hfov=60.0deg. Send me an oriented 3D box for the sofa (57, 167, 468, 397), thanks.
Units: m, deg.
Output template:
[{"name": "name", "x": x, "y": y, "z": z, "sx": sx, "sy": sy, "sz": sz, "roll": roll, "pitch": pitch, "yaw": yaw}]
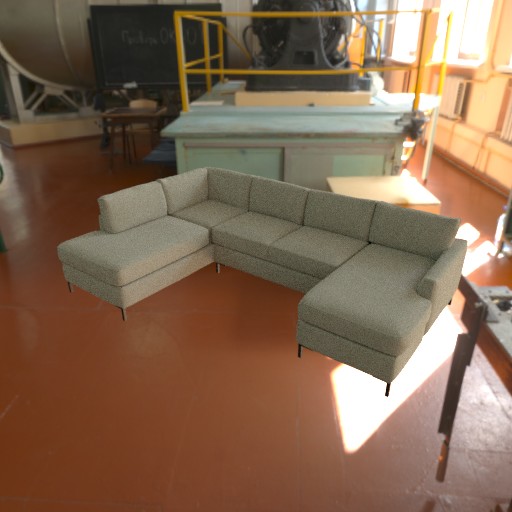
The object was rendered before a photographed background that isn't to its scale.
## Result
[{"name": "sofa", "x": 0.000, "y": 0.000, "z": 3.830, "sx": 2.984, "sy": 0.862, "sz": 1.989, "roll": 18, "pitch": 31, "yaw": 33}]
